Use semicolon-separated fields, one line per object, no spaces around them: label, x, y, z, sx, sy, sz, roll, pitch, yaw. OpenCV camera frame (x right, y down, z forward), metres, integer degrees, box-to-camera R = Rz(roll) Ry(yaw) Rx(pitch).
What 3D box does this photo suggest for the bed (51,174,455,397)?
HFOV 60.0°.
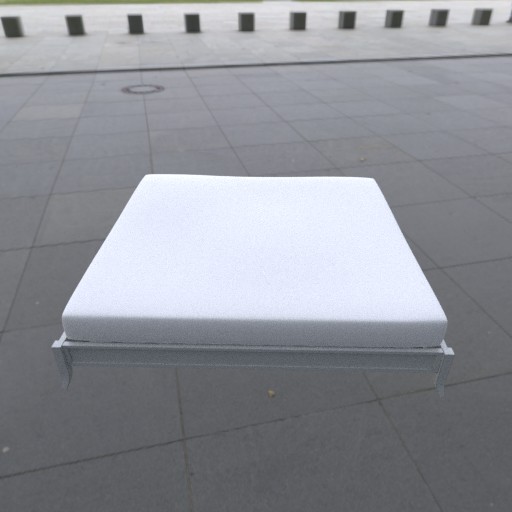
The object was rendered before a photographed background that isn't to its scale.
bed;0.000;0.000;3.139;2.108;0.510;2.007;1;32;1
